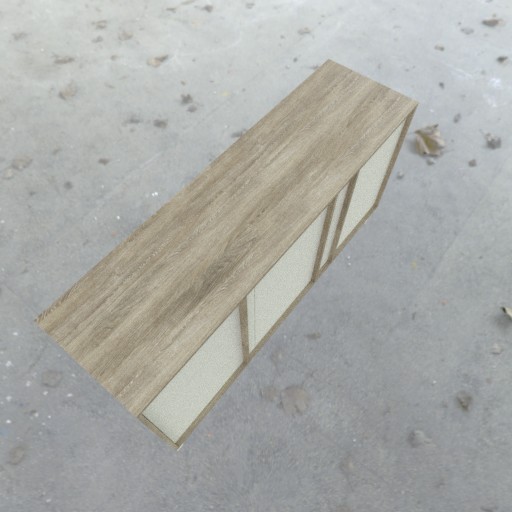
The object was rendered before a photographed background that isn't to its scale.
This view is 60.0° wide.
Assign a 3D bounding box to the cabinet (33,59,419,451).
[{"bbox_3d":[0.000,0.000,1.965,0.450,0.870,1.600,35,65,18],"label":"cabinet"}]
